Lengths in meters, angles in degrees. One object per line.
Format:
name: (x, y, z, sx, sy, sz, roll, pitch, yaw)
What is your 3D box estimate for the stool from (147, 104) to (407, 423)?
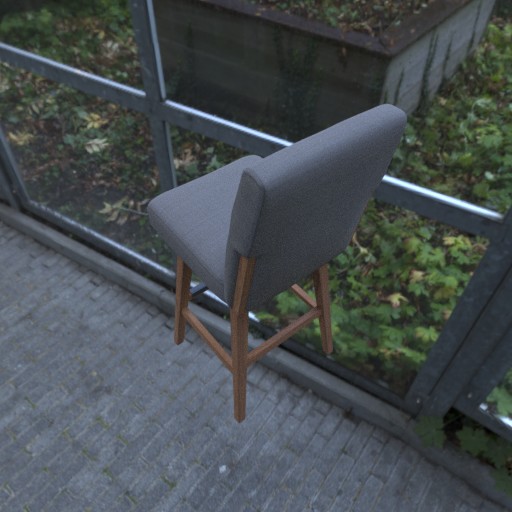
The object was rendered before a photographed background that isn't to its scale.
stool: (0.000, 0.000, 1.416, 0.483, 1.112, 0.570, -30, 53, -26)
